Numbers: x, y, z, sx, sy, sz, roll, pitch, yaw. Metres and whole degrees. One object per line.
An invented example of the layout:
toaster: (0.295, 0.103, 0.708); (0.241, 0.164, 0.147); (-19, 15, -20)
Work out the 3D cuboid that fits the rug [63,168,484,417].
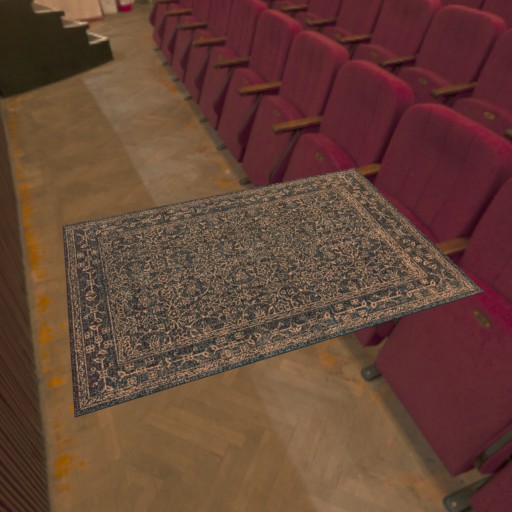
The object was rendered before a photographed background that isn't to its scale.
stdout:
rug: (0.000, 0.000, 2.241); (1.819, 0.005, 1.200); (-14, 43, -15)
